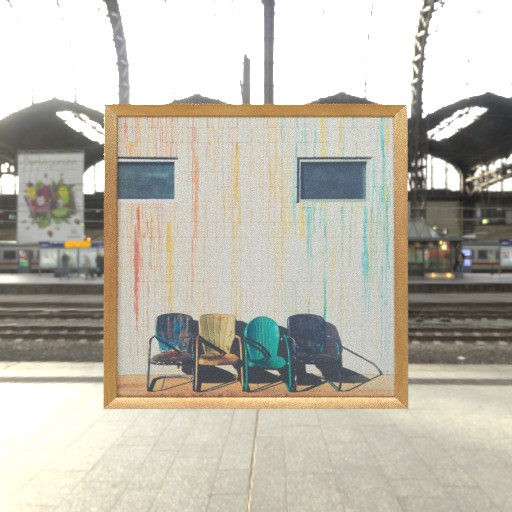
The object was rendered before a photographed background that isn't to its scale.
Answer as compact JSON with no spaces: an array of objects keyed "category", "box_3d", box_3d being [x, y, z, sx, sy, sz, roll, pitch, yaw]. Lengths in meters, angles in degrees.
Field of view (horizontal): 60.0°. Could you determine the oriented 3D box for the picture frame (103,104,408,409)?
[{"category":"picture frame","box_3d":[0.000,0.000,1.123,0.758,0.761,0.037,0,0,0]}]
